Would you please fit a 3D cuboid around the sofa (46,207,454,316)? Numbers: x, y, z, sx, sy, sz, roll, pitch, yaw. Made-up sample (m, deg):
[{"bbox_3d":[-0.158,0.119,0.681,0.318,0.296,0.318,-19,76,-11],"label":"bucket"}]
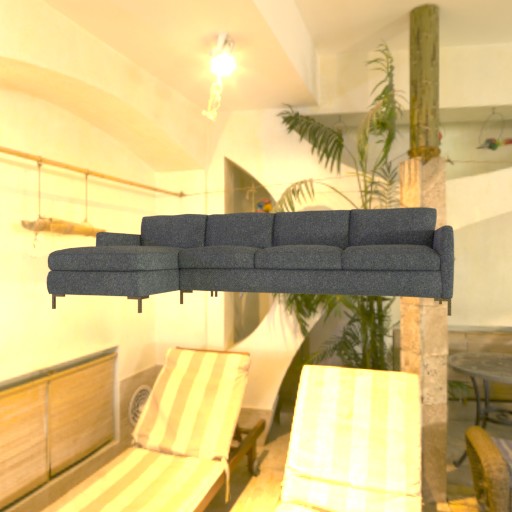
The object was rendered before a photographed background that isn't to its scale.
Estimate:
[{"bbox_3d":[0.000,0.000,3.538,2.932,0.810,1.350,0,0,18],"label":"sofa"}]
